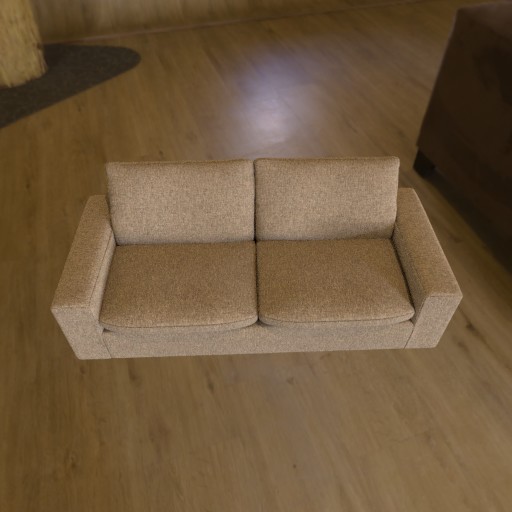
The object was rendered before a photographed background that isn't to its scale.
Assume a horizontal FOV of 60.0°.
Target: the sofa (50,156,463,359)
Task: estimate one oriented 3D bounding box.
[{"bbox_3d":[0.000,0.000,2.837,2.299,0.922,1.040,-2,46,-2],"label":"sofa"}]
